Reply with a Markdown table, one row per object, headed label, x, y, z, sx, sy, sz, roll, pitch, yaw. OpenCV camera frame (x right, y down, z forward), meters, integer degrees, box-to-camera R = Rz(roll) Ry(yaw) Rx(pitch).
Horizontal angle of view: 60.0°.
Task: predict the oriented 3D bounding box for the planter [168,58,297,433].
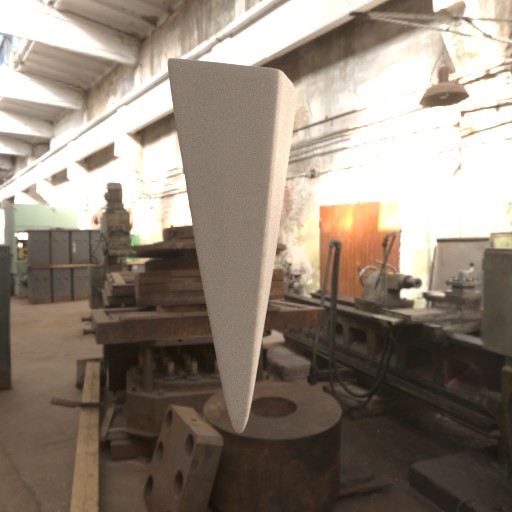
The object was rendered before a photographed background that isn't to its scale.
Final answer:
| label | x | y | z | sx | sy | sz | roll | pitch | yaw |
| --- | --- | --- | --- | --- | --- | --- | --- | --- | --- |
| planter | 0.000 | 0.000 | 0.397 | 0.143 | 0.338 | 0.065 | -1 | 1 | -35 |
